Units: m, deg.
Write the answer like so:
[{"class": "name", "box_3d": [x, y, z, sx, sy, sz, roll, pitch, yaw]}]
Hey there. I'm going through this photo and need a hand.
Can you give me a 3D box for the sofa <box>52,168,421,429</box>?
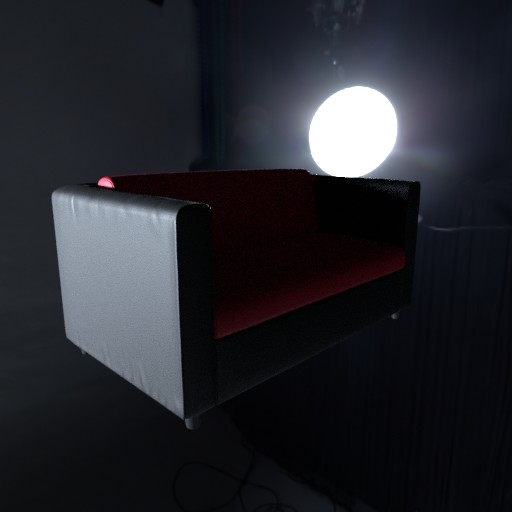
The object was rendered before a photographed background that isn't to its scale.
[{"class": "sofa", "box_3d": [0.000, 0.000, 1.969, 0.845, 0.735, 1.410, 13, 18, 43]}]
